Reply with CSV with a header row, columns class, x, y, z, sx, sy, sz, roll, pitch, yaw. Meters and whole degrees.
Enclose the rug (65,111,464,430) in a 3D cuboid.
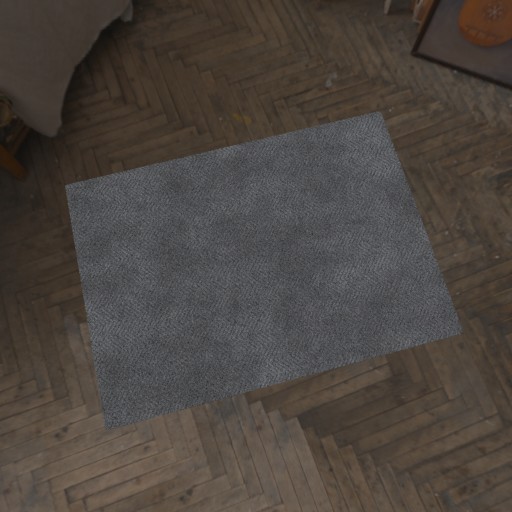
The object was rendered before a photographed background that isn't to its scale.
class,x,y,z,sx,sy,sz,roll,pitch,yaw
rug,0.000,0.000,2.859,2.235,0.008,1.600,-14,76,-4
